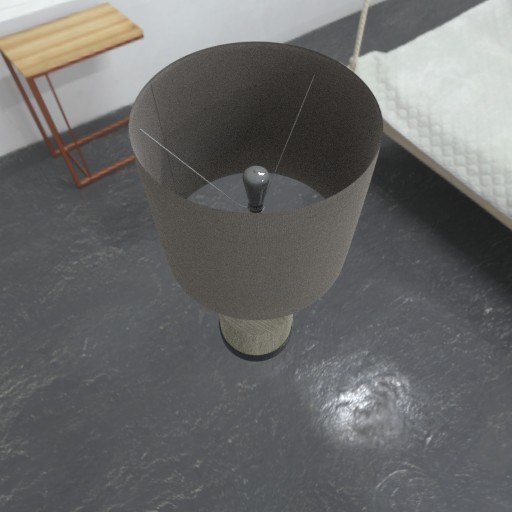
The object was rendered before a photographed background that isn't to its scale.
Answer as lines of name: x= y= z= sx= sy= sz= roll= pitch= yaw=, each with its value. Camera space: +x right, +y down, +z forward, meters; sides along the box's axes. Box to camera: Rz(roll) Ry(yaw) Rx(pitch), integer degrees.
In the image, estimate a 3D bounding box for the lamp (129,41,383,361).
lamp: x=0.000 y=0.000 z=0.596 sx=0.229 sy=0.470 sz=0.229 roll=30 pitch=62 yaw=18
